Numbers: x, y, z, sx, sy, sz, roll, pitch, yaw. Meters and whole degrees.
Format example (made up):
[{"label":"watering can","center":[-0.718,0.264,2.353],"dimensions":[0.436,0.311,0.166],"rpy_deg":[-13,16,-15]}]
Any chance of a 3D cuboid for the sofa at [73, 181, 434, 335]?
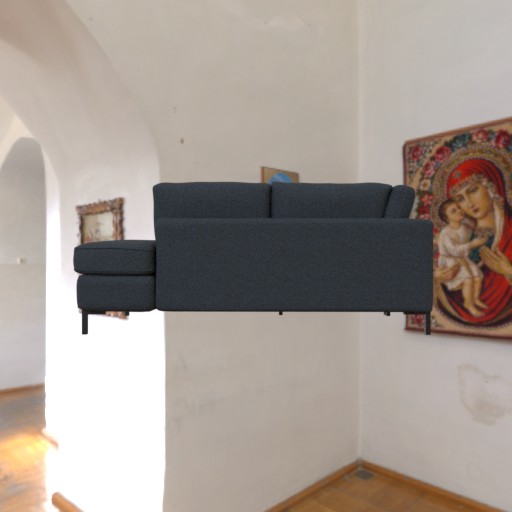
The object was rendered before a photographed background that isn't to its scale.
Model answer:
[{"label":"sofa","center":[0.000,0.000,3.843],"dimensions":[1.984,0.858,2.975],"rpy_deg":[0,0,1]}]
